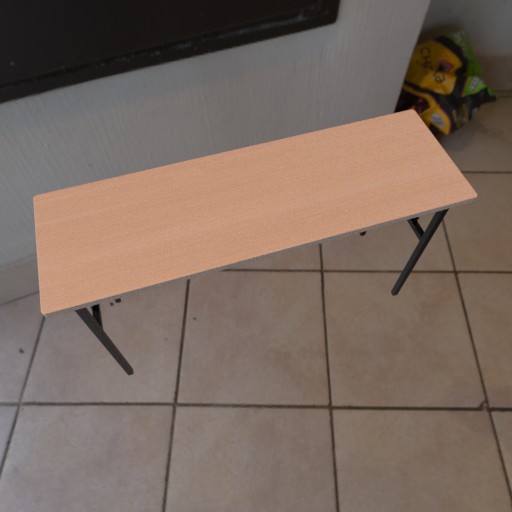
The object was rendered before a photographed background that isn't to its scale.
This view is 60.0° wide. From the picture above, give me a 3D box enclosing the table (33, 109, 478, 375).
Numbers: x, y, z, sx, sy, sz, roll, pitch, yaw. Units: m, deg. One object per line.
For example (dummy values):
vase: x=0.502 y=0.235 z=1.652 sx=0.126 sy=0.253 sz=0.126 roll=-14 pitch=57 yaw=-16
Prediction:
table: x=0.000 y=0.000 z=1.776 sx=1.397 sy=0.750 sz=0.447 roll=-15 pitch=60 yaw=-9
